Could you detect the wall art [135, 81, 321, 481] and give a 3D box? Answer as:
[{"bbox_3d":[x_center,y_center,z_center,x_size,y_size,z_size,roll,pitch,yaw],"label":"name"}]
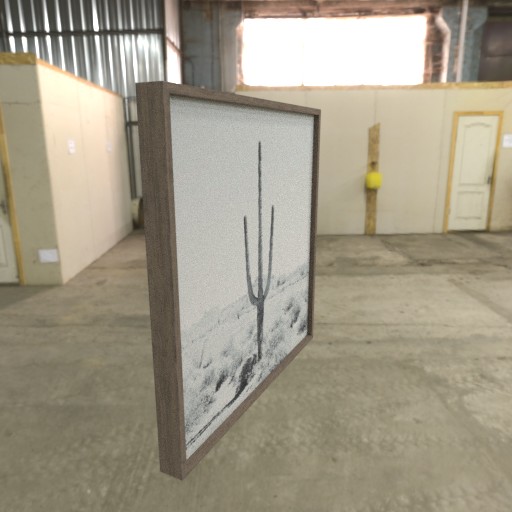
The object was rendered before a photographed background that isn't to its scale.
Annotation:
[{"bbox_3d":[0.000,0.000,0.763,0.038,0.508,0.508,7,16,26],"label":"wall art"}]
